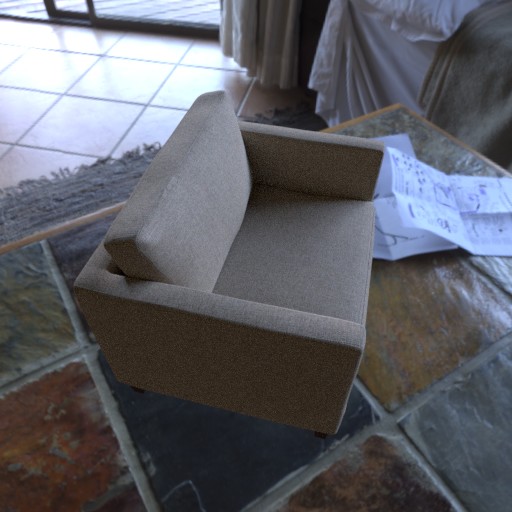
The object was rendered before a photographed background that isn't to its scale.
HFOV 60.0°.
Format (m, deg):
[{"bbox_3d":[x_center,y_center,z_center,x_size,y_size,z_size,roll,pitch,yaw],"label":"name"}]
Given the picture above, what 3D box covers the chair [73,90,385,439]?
[{"bbox_3d":[0.000,0.000,1.871,0.959,0.987,1.107,11,49,9],"label":"chair"}]
